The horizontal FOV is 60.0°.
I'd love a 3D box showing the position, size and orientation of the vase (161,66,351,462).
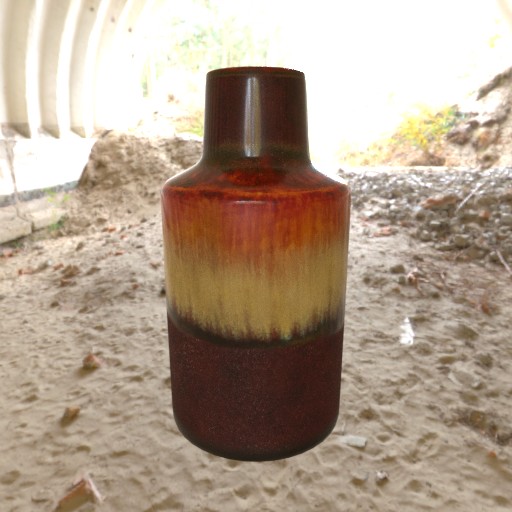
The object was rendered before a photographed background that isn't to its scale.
[{"bbox_3d":[0.000,0.000,0.265,0.108,0.204,0.108,0,15,0],"label":"vase"}]
